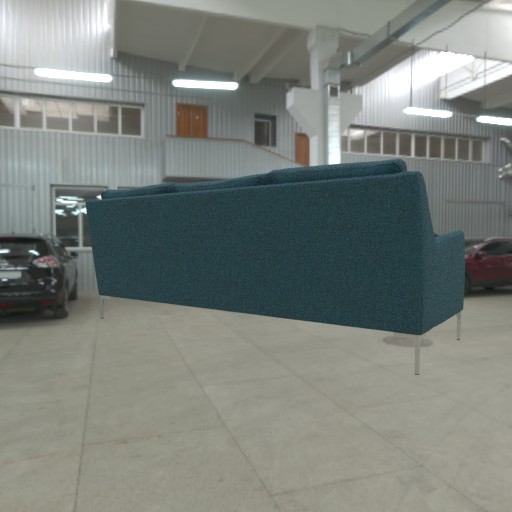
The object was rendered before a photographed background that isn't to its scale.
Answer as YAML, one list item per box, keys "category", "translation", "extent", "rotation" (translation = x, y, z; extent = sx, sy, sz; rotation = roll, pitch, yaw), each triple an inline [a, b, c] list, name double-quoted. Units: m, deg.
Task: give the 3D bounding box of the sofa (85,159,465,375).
- category: "sofa"
  translation: [0.000, 0.000, 2.519]
  extent: [2.060, 0.837, 0.849]
  rotation: [2, 3, 36]
